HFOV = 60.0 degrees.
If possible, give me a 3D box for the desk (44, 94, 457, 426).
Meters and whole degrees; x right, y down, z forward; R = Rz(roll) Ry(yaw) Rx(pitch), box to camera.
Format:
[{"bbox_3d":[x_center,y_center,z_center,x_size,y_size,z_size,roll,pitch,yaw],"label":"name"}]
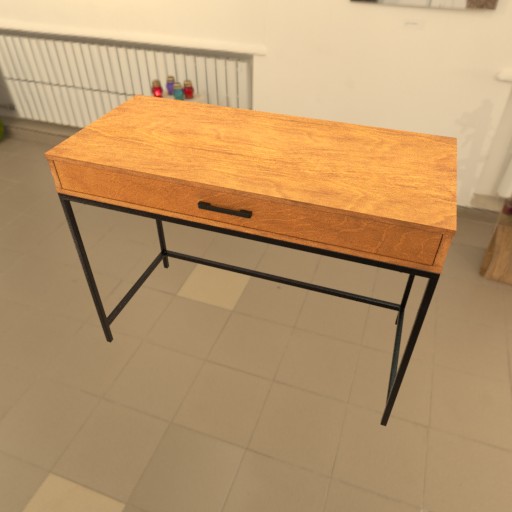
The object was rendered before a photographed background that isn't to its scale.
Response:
[{"bbox_3d":[0.000,0.000,1.431,1.016,0.762,0.470,13,41,15],"label":"desk"}]
